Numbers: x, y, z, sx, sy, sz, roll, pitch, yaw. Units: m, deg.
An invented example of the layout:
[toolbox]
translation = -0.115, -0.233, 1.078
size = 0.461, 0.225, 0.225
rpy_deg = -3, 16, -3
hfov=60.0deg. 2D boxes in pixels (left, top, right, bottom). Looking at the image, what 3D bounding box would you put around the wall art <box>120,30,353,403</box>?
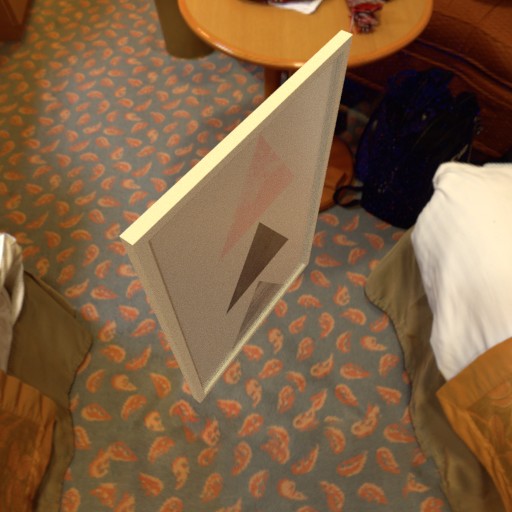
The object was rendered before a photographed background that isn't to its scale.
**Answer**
[wall art]
translation = 0.000, 0.000, 0.551
size = 0.013, 0.433, 0.303
rpy_deg = 32, 63, 18
